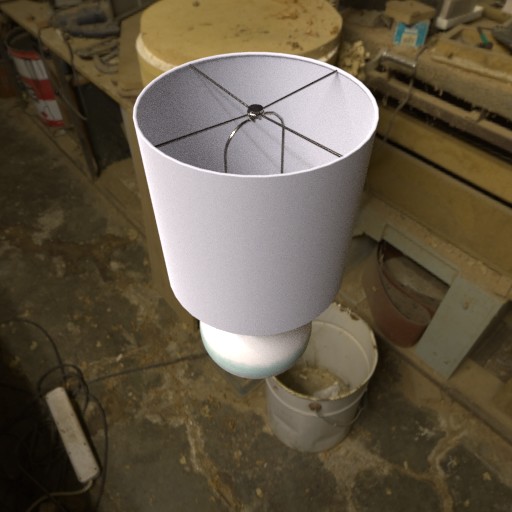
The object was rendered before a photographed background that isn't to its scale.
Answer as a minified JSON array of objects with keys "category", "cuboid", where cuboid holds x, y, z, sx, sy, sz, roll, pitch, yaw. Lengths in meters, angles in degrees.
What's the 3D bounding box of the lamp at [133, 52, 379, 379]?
[{"category":"lamp","cuboid":[0.000,0.000,0.545,0.217,0.404,0.217,-31,55,-26]}]
